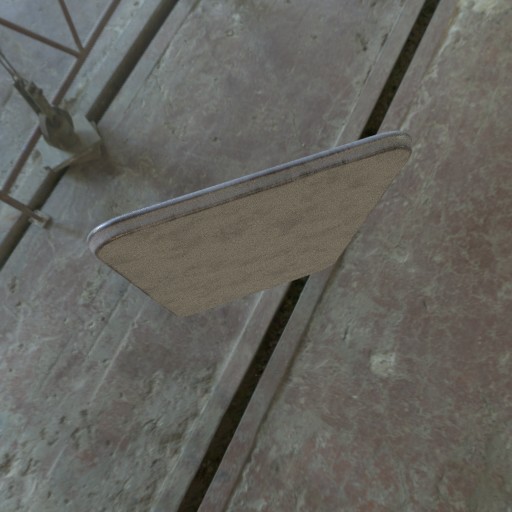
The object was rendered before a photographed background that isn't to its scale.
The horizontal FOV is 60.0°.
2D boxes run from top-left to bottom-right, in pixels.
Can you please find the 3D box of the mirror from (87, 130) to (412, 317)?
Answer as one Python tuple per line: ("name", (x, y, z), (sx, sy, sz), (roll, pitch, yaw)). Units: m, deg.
("mirror", (0.000, 0.000, 0.889), (0.461, 0.713, 0.024), (-18, 76, -5))
